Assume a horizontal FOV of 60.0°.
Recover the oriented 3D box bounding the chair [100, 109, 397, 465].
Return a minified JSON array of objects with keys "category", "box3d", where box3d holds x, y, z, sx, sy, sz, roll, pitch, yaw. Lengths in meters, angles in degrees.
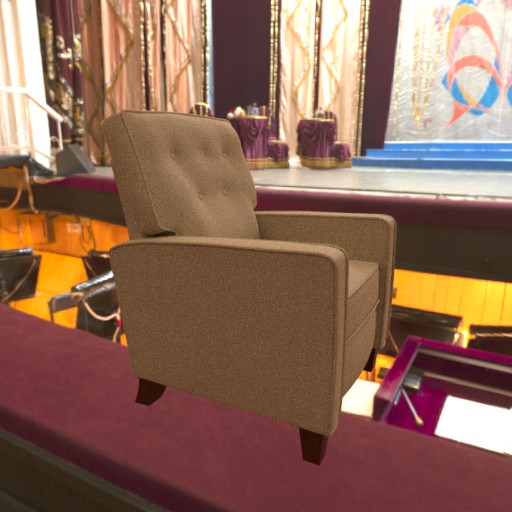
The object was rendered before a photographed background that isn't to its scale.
[{"category":"chair","box3d":[0.000,0.000,1.418,0.754,0.888,0.648,7,16,27]}]
